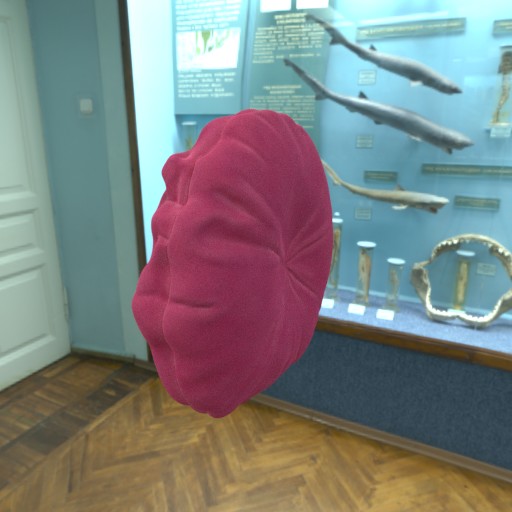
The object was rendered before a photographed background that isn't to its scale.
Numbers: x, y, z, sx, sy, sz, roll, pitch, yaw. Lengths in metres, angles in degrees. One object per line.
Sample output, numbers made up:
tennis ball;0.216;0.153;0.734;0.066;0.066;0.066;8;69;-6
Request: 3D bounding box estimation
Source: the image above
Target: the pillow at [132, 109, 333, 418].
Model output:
pillow;0.000;0.000;0.646;0.148;0.407;0.428;9;19;27
